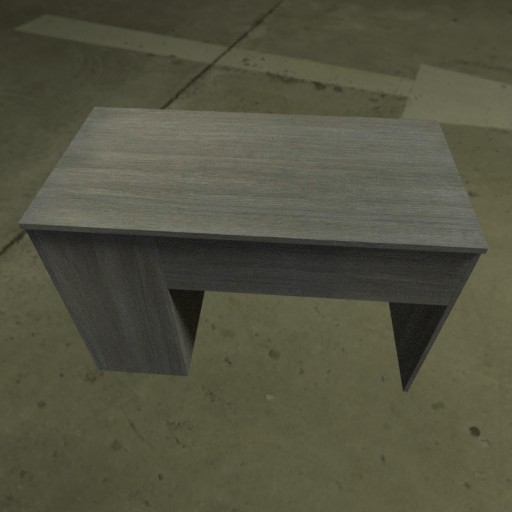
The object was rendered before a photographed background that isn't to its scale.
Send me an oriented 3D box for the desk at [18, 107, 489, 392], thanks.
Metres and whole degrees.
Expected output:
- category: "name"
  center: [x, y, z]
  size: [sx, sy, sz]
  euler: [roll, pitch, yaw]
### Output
- category: "desk"
  center: [0.000, 0.000, 1.482]
  size: [1.096, 0.730, 0.560]
  euler: [3, 47, 3]
